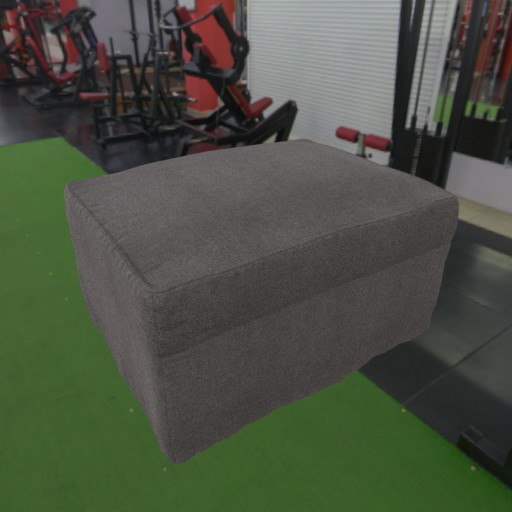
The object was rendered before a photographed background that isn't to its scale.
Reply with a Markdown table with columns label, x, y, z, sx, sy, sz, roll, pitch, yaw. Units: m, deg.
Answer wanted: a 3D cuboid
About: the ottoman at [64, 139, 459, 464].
| label | x | y | z | sx | sy | sz | roll | pitch | yaw |
| --- | --- | --- | --- | --- | --- | --- | --- | --- | --- |
| ottoman | 0.000 | 0.000 | 1.220 | 0.833 | 0.492 | 0.652 | -18 | 34 | -29 |
